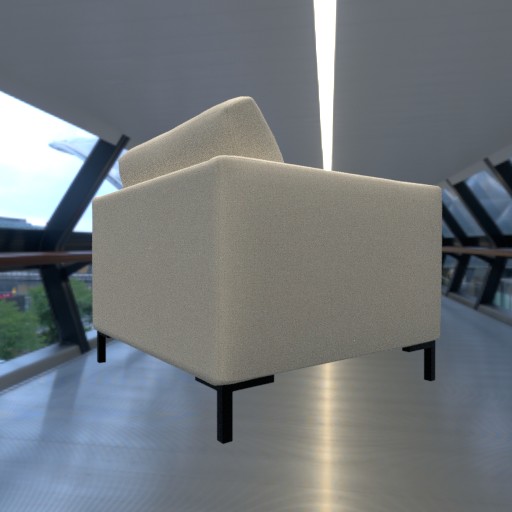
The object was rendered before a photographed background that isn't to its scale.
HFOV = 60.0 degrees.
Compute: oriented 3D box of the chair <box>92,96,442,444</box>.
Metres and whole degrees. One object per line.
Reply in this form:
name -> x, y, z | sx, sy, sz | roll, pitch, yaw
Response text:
chair -> 0.000, 0.000, 1.565 | 0.875, 0.806, 0.964 | 0, 1, -36
